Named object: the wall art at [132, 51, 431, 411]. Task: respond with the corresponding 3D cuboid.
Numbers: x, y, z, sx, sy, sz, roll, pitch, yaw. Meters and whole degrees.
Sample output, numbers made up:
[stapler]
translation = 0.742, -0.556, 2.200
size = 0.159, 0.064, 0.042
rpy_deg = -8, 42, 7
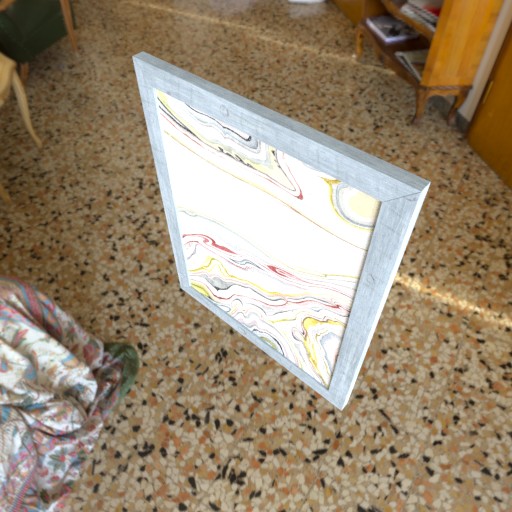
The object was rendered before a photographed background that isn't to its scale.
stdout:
[wall art]
translation = 0.000, 0.000, 0.794
size = 0.479, 0.582, 0.022
rpy_deg = 33, 56, 26
